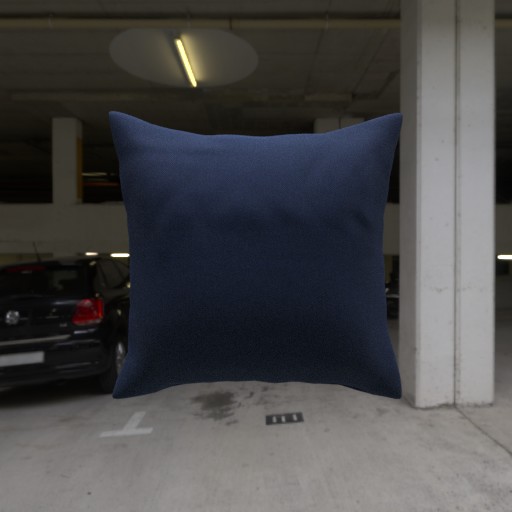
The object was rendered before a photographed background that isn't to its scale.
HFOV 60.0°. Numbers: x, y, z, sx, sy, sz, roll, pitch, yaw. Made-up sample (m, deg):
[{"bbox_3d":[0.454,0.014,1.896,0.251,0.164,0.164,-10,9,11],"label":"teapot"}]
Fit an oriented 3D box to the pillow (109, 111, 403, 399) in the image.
[{"bbox_3d":[0.000,0.000,0.701,0.463,0.454,0.173,0,1,0],"label":"pillow"}]
